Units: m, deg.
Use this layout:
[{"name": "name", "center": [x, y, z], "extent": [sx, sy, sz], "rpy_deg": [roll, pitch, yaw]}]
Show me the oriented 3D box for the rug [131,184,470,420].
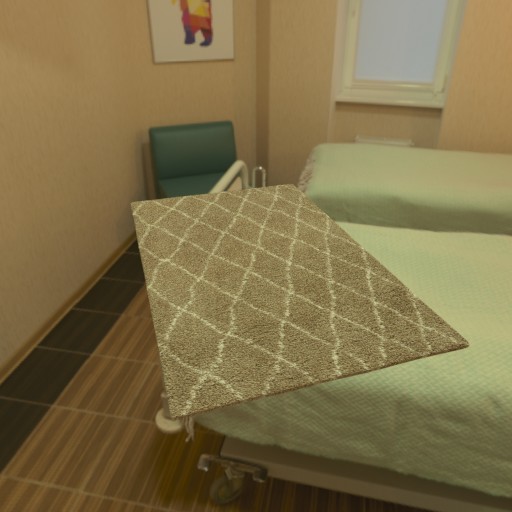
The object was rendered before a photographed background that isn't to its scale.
[{"name": "rug", "center": [0.000, 0.000, 3.067], "extent": [1.524, 0.030, 2.438], "rpy_deg": [-9, 31, -15]}]
